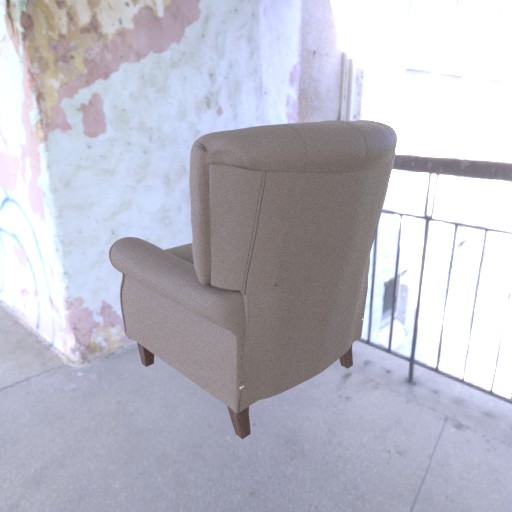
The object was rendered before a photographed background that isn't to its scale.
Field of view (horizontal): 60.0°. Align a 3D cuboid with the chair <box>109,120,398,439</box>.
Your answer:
[{"bbox_3d":[0.000,0.000,1.918,0.999,1.138,1.041,-17,25,-41],"label":"chair"}]
